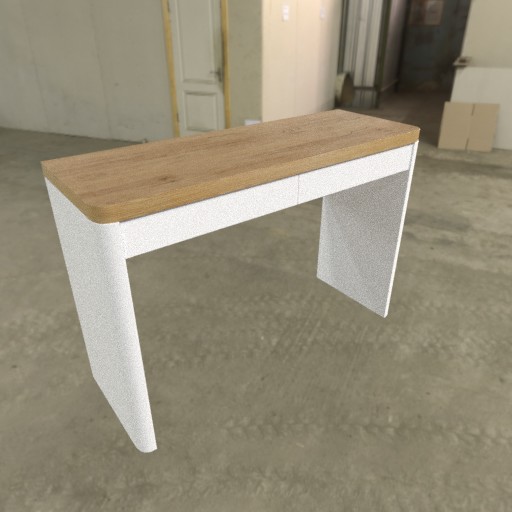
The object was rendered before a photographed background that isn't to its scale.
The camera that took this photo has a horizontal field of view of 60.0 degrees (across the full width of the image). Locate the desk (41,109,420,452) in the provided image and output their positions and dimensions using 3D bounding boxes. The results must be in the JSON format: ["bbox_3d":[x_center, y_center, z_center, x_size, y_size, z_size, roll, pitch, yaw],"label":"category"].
[{"bbox_3d":[0.000,0.000,1.485,1.100,0.760,0.390,-21,35,-32],"label":"desk"}]
